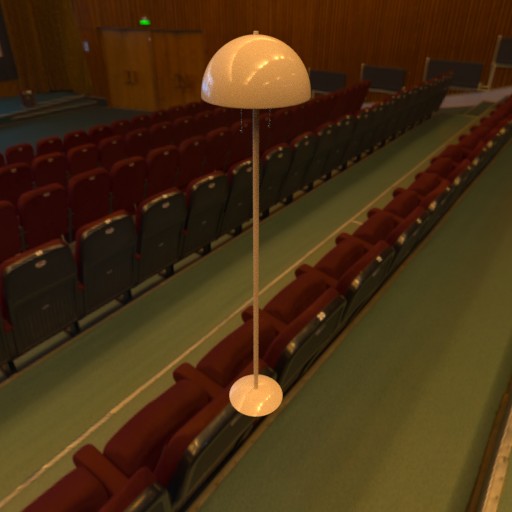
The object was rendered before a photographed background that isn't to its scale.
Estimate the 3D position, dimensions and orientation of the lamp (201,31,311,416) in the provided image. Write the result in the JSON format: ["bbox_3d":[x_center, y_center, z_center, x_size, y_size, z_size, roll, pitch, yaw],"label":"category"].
[{"bbox_3d":[0.000,0.000,1.630,0.328,1.480,0.328,20,37,30],"label":"lamp"}]
